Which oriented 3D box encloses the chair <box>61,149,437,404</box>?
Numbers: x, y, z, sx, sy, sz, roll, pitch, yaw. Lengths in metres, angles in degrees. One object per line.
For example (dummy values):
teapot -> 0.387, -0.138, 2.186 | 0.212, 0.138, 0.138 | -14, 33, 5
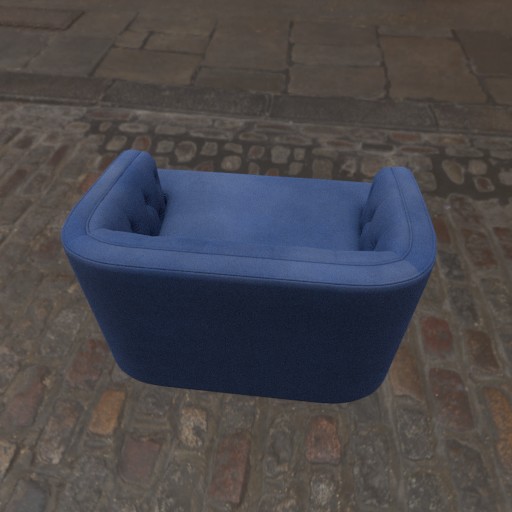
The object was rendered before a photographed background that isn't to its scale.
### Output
chair -> 0.000, 0.000, 1.710 | 1.118, 0.787, 0.914 | 5, 46, 5
